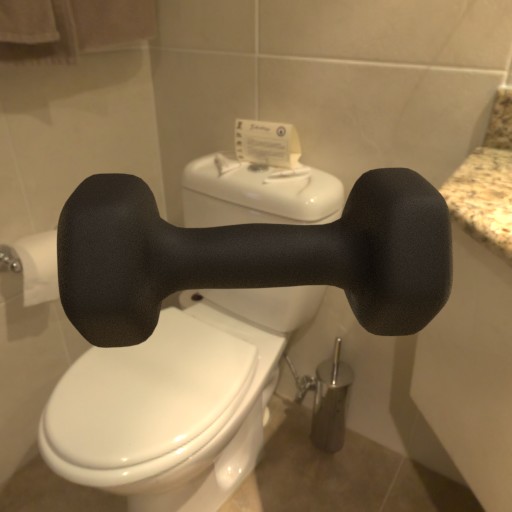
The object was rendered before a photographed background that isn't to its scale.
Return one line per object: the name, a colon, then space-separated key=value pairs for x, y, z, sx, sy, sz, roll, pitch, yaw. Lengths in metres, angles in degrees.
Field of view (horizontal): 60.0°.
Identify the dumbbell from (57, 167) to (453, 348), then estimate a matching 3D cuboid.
dumbbell: x=0.000 y=0.000 z=0.286 sx=0.231 sy=0.101 sz=0.112 roll=-1 pitch=30 yaw=-3
